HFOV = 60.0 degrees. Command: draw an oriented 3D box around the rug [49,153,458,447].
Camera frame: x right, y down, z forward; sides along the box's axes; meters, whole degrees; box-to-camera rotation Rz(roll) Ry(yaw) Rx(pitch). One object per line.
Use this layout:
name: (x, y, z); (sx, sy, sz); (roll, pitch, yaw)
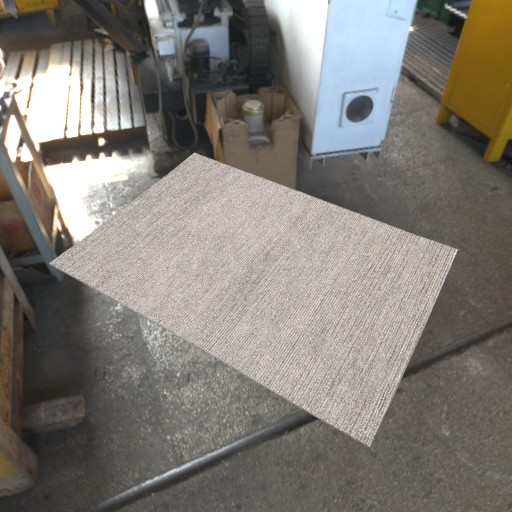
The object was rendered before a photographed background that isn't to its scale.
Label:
rug: (0.000, 0.000, 3.025); (2.307, 0.030, 1.604); (24, 50, 22)
